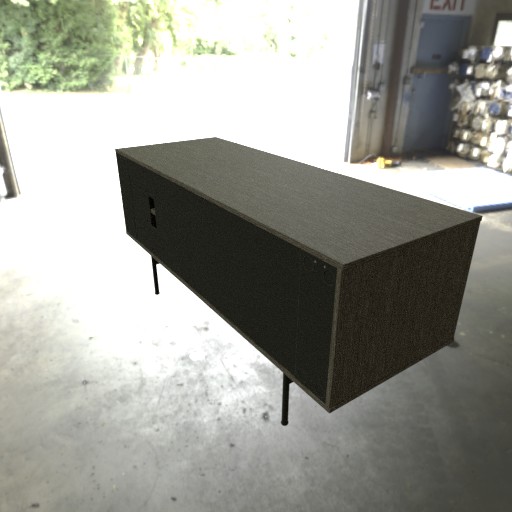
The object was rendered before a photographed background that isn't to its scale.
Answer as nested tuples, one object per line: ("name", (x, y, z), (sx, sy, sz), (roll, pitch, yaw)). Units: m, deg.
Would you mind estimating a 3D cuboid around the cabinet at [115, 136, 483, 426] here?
("cabinet", (0.000, 0.000, 1.581), (0.500, 0.599, 1.300), (-16, 30, -31))
